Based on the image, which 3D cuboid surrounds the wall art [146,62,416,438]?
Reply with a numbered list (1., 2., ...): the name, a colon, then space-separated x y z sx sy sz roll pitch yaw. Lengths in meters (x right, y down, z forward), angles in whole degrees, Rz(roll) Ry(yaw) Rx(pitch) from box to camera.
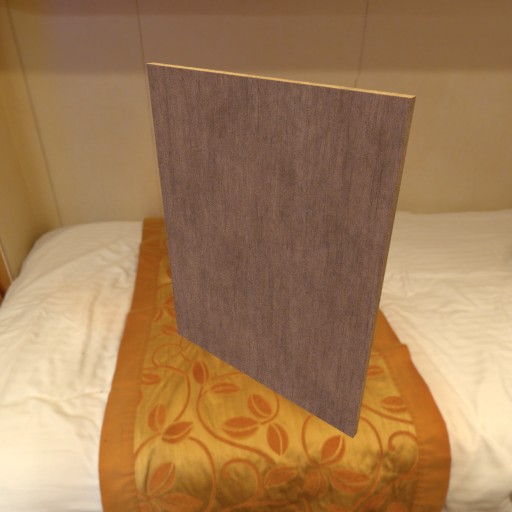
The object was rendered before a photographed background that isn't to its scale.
1. wall art: 0.000 0.000 0.904 0.534 0.686 0.018 22 37 32
